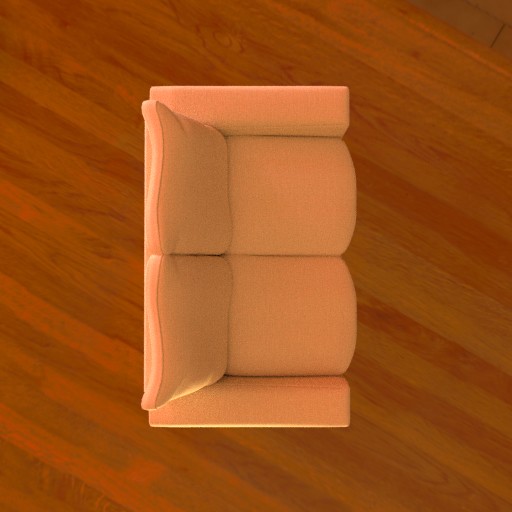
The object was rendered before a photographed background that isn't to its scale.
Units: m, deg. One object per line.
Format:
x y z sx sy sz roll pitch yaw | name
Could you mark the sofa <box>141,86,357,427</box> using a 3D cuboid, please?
0.000 0.000 2.367 1.091 0.875 1.754 0 89 0 | sofa
